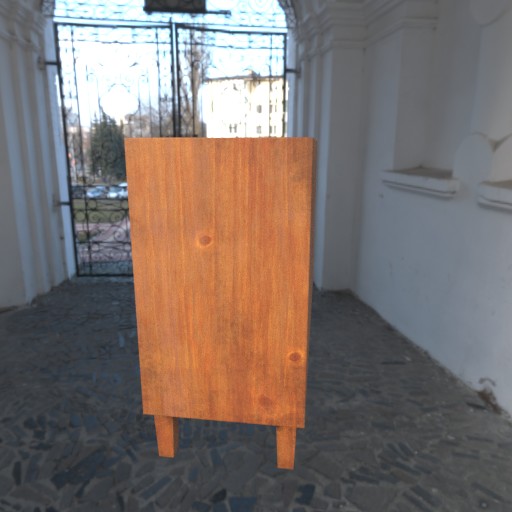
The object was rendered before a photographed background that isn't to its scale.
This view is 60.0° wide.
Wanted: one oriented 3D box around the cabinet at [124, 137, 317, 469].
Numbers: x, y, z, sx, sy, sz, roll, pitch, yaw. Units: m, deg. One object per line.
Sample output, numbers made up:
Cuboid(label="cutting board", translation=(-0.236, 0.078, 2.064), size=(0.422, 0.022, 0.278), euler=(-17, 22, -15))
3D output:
Cuboid(label="cabinet", translation=(0.000, 0.000, 1.593), size=(0.403, 0.805, 1.204), euler=(2, 14, 8))
